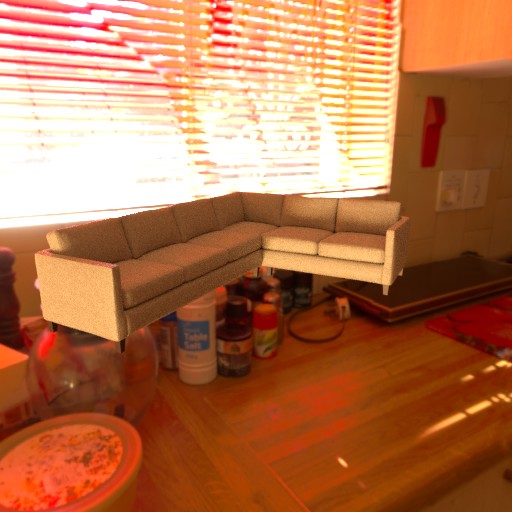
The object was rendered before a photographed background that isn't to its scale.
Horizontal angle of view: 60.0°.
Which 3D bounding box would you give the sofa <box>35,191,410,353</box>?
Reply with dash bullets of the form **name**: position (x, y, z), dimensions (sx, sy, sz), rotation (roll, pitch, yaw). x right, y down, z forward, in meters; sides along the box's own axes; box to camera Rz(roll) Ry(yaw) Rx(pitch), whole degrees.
- **sofa**: position (0.000, 0.000, 4.595), dimensions (2.522, 0.934, 3.333), rotation (8, 17, 27)
